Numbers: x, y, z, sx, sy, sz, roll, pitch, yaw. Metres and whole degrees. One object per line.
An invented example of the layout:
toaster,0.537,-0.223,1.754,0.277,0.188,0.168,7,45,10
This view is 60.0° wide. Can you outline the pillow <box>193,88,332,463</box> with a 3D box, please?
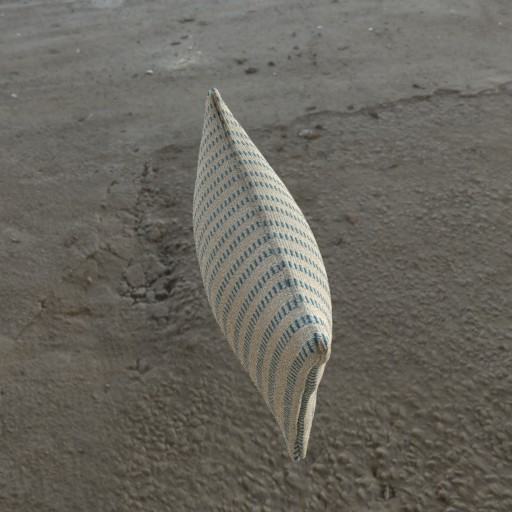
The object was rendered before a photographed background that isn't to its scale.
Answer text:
pillow,0.000,0.000,0.824,0.210,0.353,0.640,-11,49,-10
